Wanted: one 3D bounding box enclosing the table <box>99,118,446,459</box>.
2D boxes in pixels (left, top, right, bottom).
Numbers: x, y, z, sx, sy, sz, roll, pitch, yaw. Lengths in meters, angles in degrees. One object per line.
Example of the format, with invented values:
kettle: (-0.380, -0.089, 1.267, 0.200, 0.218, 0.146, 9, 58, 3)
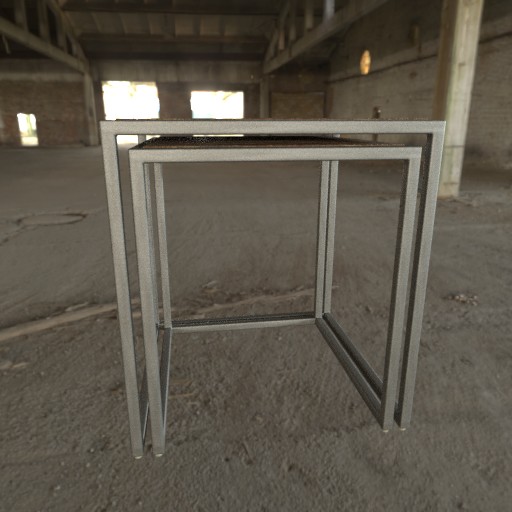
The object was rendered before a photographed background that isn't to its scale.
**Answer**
table: (0.000, 0.000, 0.847, 0.450, 0.500, 0.449, -3, 17, -8)
